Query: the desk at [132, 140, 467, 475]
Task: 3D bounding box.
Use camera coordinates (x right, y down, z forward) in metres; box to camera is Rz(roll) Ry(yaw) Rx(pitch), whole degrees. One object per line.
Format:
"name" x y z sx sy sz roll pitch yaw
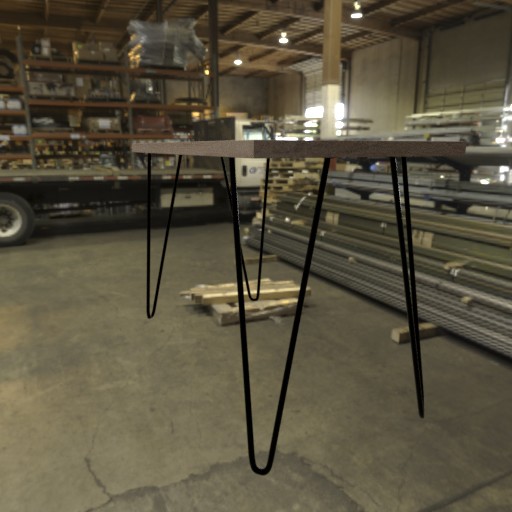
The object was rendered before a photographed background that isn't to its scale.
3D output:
"desk" 0.000 0.000 1.335 0.499 0.660 0.991 -7 15 -25
